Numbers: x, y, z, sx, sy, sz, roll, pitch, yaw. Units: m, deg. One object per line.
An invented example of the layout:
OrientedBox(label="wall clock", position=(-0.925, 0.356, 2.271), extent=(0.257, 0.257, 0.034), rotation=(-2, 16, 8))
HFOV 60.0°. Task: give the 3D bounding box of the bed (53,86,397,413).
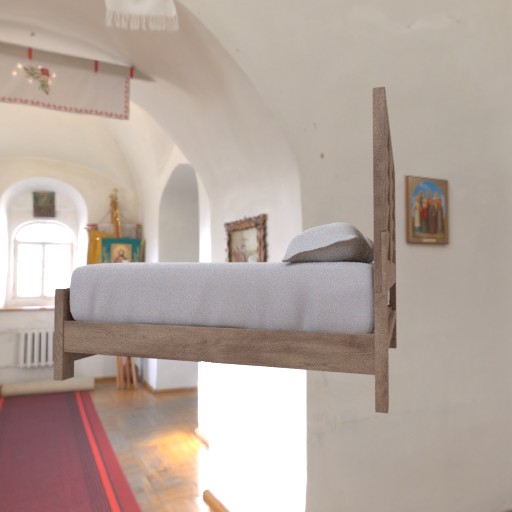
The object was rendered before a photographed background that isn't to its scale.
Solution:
OrientedBox(label="bed", position=(0.000, 0.000, 3.488), extent=(2.062, 1.626, 2.032), rotation=(-1, -2, 19))
